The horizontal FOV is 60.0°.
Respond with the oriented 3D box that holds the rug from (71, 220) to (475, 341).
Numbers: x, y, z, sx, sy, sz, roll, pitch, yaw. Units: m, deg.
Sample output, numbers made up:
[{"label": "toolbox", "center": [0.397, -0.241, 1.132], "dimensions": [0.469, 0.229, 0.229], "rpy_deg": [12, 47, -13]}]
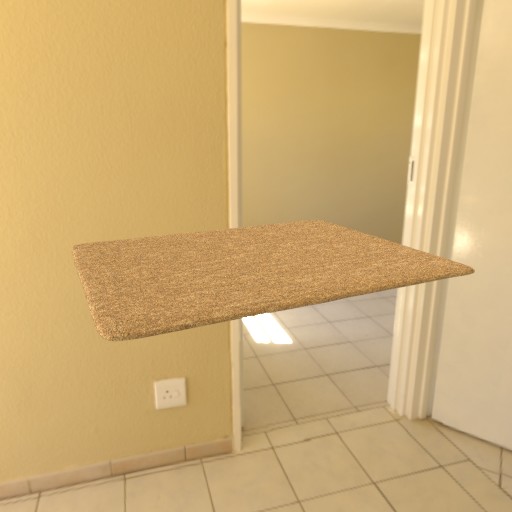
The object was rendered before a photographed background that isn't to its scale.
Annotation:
[{"label": "rug", "center": [0.000, 0.000, 3.857], "dimensions": [2.873, 0.050, 2.242], "rpy_deg": [-8, 18, -25]}]
